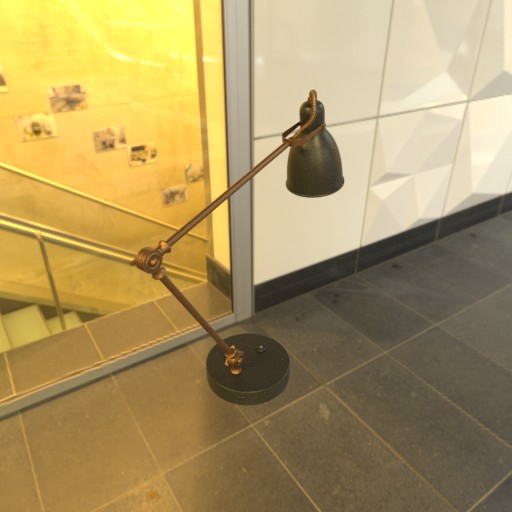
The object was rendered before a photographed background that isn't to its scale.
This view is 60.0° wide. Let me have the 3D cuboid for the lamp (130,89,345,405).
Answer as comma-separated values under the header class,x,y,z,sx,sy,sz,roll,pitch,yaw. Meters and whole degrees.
class,x,y,z,sx,sy,sz,roll,pitch,yaw
lamp,0.000,0.000,0.880,0.187,0.587,0.561,21,36,31
